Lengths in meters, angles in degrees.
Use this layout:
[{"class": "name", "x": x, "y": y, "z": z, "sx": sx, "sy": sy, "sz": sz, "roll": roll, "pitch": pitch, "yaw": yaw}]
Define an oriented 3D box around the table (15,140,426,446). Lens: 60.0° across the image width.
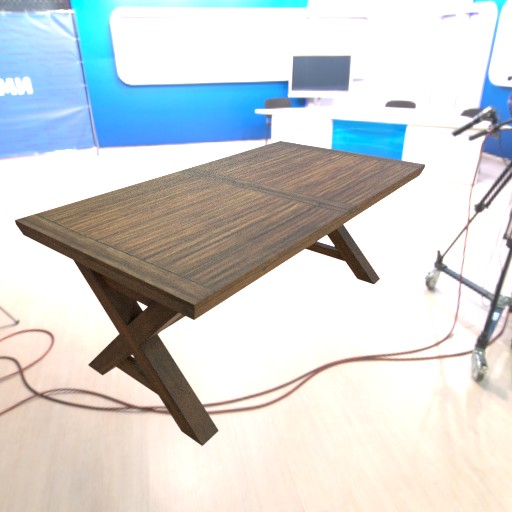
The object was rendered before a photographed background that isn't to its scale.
[{"class": "table", "x": 0.000, "y": 0.000, "z": 2.460, "sx": 1.071, "sy": 0.793, "sz": 1.966, "roll": 19, "pitch": 33, "yaw": 33}]
